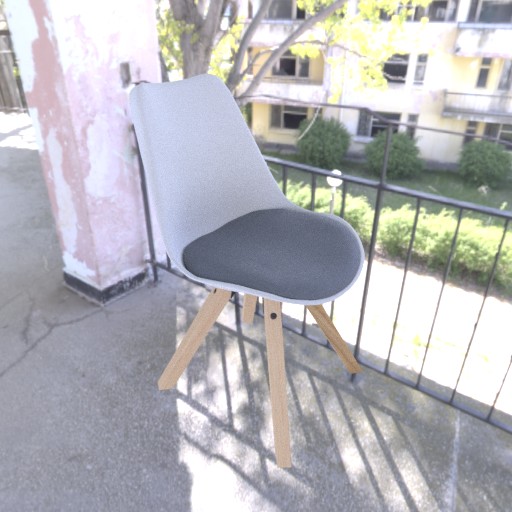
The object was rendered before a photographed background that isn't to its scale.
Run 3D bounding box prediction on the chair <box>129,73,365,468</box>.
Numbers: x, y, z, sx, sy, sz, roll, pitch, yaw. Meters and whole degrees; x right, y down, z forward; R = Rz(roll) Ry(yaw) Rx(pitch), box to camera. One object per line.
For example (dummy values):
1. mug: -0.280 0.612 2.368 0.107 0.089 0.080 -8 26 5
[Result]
1. chair: 0.000 0.000 1.182 0.550 0.850 0.485 20 35 32
